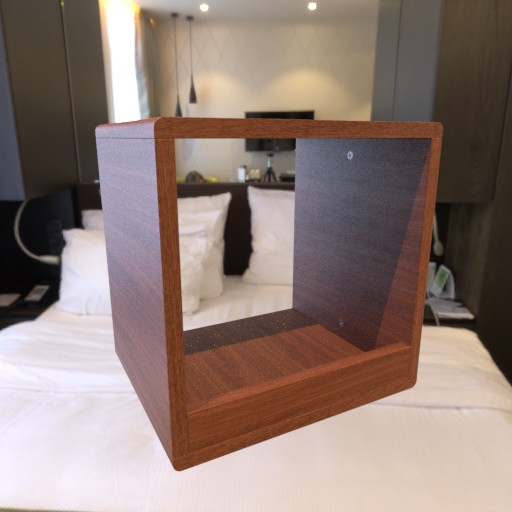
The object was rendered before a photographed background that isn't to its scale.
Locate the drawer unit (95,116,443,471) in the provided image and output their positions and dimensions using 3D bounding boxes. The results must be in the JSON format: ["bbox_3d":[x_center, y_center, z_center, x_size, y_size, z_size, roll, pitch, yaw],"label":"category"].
[{"bbox_3d":[0.000,0.000,0.613,0.349,0.351,0.290,-8,17,-27],"label":"drawer unit"}]
